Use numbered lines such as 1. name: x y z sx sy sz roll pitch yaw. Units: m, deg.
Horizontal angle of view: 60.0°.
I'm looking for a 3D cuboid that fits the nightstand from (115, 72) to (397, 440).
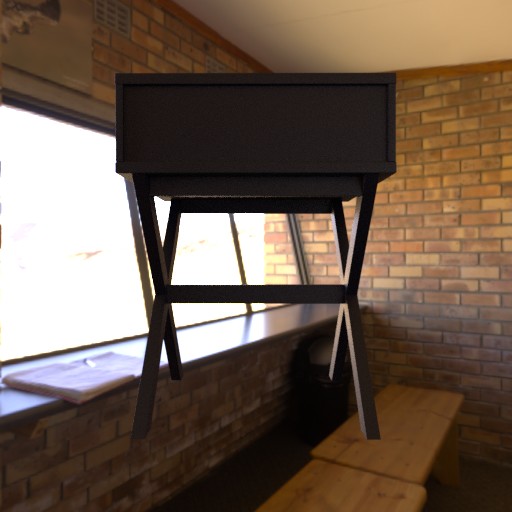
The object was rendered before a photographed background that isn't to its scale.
1. nightstand: 0.000 0.000 0.953 0.479 0.623 0.402 0 0 0
